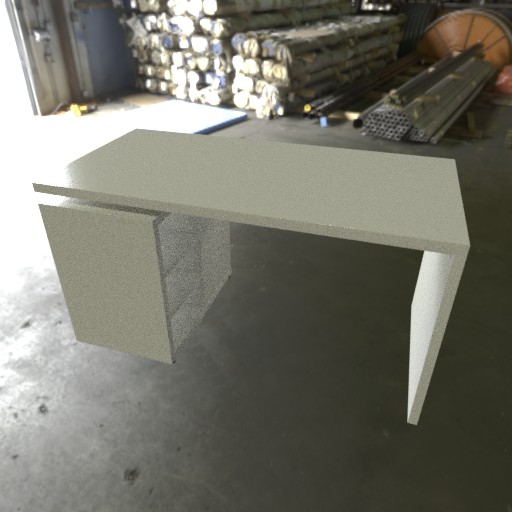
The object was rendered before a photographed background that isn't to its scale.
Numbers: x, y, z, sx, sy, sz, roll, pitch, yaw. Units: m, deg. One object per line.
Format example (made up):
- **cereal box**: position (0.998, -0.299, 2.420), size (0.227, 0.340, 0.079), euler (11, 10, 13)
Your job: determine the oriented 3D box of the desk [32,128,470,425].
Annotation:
- **desk**: position (0.000, 0.000, 1.817), size (1.400, 0.740, 0.690), euler (10, 33, 15)
